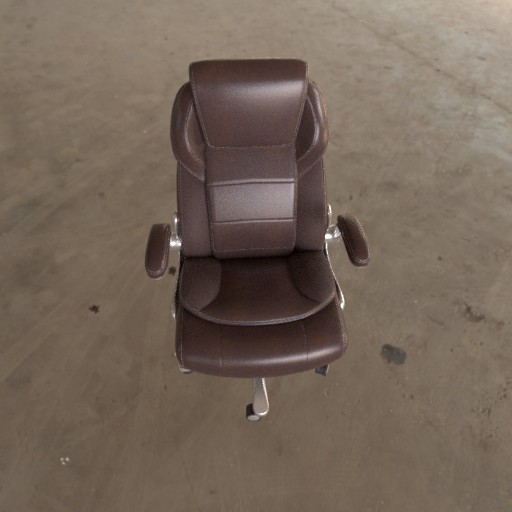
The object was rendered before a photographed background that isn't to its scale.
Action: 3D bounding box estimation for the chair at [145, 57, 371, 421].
[{"bbox_3d":[0.000,0.000,1.620,0.733,1.160,0.774,-3,47,-3],"label":"chair"}]
